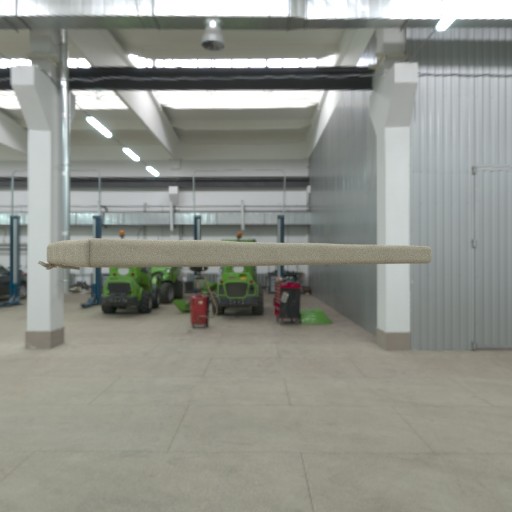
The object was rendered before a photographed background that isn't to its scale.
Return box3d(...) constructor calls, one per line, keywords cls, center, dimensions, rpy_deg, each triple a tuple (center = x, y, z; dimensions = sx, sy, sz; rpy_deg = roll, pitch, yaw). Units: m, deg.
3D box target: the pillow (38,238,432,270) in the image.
box3d(cls="pillow", center=(0.000, 0.000, 1.390), dimensions=(1.187, 0.081, 0.492), rpy_deg=(0, 0, -35))
